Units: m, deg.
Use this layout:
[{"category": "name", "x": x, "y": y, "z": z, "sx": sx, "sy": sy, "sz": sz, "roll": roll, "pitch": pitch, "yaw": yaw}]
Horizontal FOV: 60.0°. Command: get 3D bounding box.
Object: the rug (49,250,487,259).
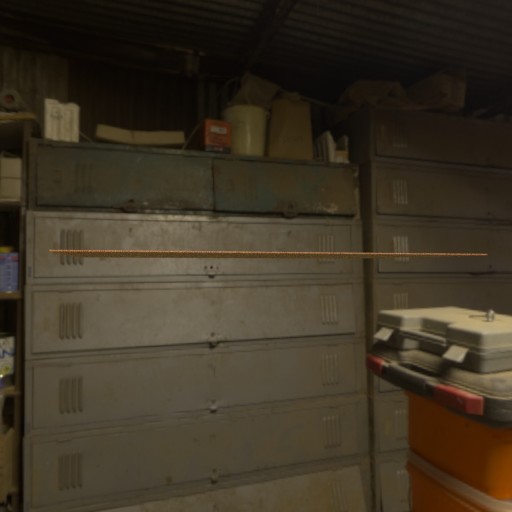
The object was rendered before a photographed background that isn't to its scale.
[{"category": "rug", "x": 0.000, "y": 0.000, "z": 2.905, "sx": 2.285, "sy": 0.006, "sz": 1.524, "roll": 0, "pitch": -1, "yaw": -18}]
